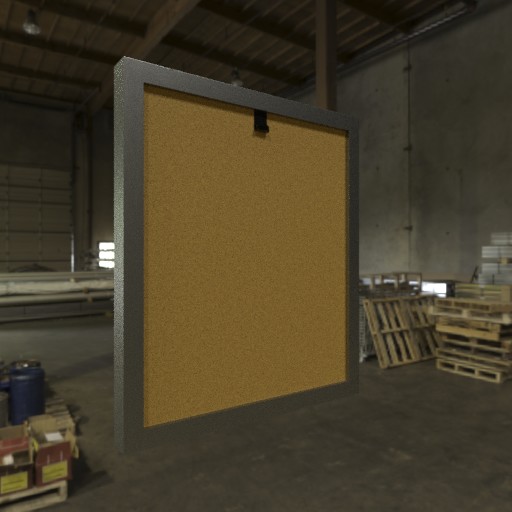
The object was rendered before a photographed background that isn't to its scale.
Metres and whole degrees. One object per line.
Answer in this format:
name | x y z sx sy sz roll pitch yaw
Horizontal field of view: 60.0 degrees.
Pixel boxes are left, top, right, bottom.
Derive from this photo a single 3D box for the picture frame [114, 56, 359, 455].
picture frame | 0.000 0.000 1.346 0.839 0.968 0.073 0 0 -35
